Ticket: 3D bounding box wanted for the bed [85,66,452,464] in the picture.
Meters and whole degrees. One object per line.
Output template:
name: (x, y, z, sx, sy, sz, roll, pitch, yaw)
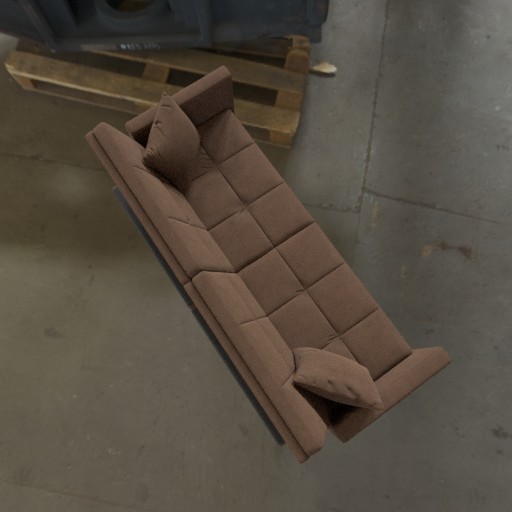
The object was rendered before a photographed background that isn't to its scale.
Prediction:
bed: (0.000, 0.000, 2.296, 0.889, 0.787, 1.905, -34, 78, -8)
